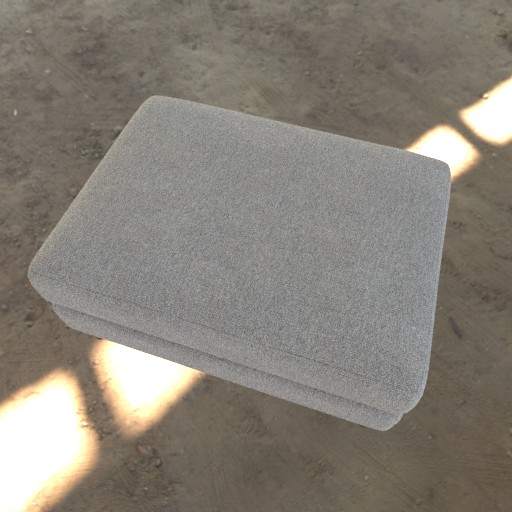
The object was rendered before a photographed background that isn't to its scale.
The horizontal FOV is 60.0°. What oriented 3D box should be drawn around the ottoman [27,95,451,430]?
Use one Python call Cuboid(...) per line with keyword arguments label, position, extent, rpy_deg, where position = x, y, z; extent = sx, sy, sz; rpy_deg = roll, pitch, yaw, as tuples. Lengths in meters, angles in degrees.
Cuboid(label="ottoman", position=(0.000, 0.000, 1.131), extent=(0.821, 0.441, 0.611), rpy_deg=(16, 59, 10))
